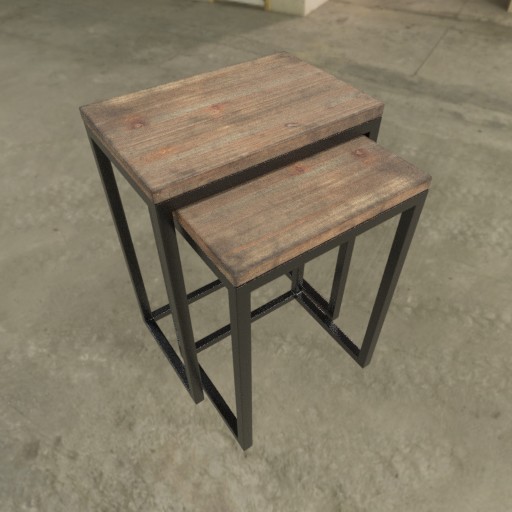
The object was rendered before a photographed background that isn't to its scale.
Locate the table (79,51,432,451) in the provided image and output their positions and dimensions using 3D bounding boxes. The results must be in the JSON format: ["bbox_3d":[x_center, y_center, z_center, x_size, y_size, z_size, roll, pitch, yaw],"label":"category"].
[{"bbox_3d":[0.000,0.000,0.940,0.456,0.615,0.460,-24,50,-22],"label":"table"}]
